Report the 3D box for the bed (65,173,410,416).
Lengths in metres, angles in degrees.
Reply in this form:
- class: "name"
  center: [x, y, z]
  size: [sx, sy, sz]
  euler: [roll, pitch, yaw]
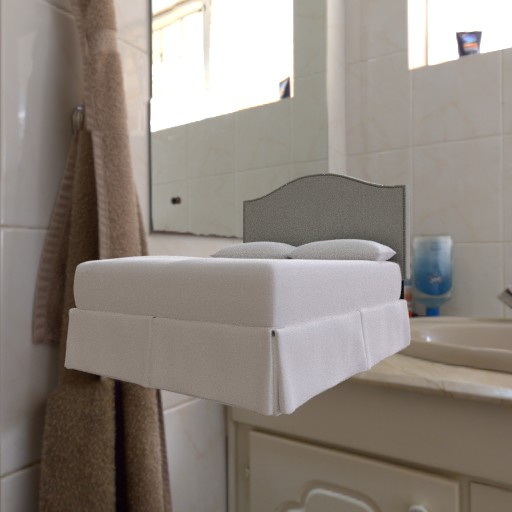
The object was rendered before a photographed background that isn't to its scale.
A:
- class: "bed"
  center: [0.000, 0.000, 3.433]
  size: [1.813, 1.607, 2.180]
  euler: [-1, -1, 35]
